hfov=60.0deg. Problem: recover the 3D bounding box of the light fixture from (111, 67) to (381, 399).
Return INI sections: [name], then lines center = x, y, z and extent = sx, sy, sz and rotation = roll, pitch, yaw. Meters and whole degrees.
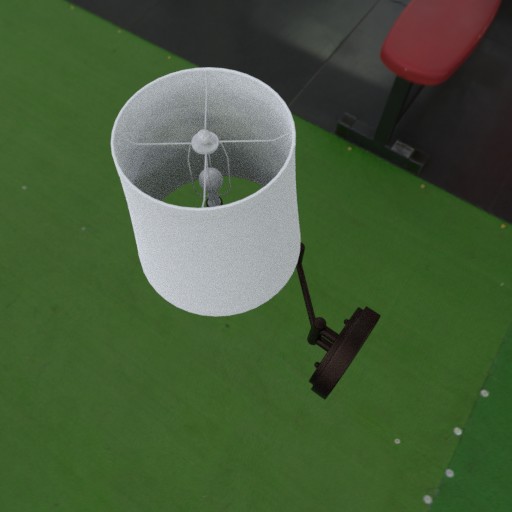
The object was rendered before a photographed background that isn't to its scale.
[light fixture]
center = 0.000, 0.000, 0.260
extent = 0.157, 0.172, 0.100
rotation = 34, 68, 15
